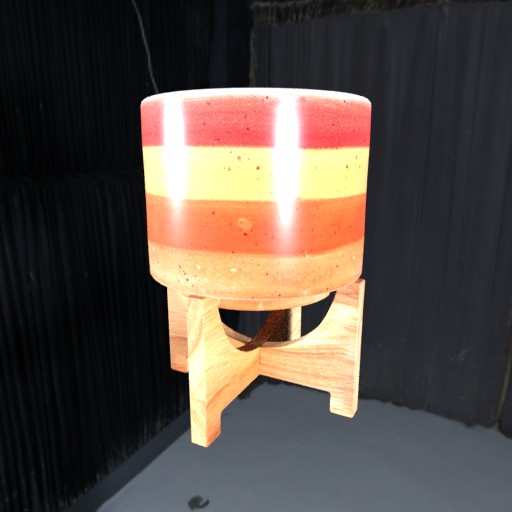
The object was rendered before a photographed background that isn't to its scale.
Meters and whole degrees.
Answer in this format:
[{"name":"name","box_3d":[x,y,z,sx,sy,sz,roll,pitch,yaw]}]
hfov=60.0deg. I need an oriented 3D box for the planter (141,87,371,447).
[{"name":"planter","box_3d":[0.000,0.000,0.408,0.199,0.268,0.199,0,13,0]}]
